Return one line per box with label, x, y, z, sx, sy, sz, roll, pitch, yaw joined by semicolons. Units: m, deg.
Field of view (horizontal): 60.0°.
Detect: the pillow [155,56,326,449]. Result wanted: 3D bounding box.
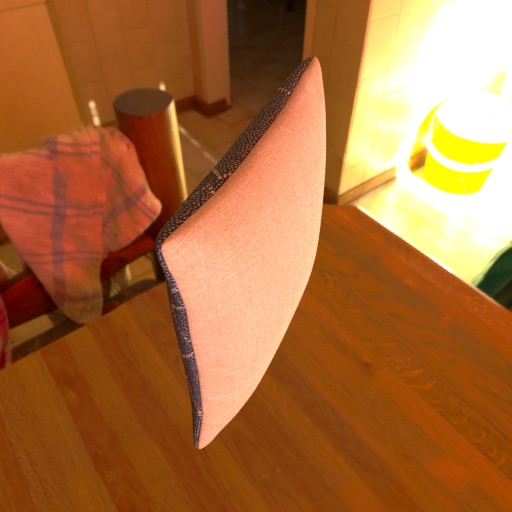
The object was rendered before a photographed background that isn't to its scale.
pillow;0.000;0.000;0.656;0.148;0.428;0.435;16;48;16
